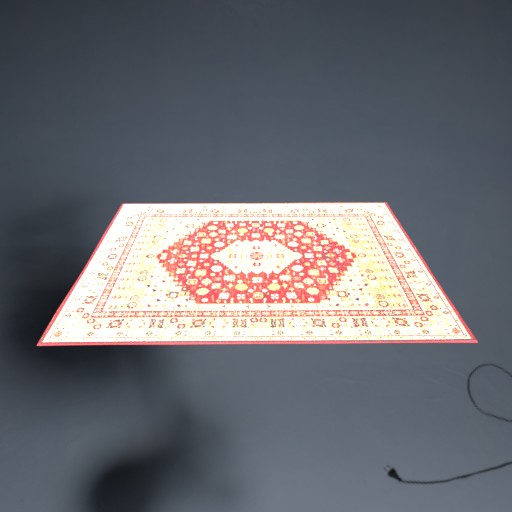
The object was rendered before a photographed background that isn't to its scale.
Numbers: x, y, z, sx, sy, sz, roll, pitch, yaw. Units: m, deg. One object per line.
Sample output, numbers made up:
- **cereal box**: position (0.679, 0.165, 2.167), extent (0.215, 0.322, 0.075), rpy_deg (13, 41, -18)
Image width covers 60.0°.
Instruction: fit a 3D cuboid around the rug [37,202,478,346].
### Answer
- **rug**: position (0.000, 0.000, 4.084), extent (3.053, 0.013, 2.387), rpy_deg (0, 31, -1)
